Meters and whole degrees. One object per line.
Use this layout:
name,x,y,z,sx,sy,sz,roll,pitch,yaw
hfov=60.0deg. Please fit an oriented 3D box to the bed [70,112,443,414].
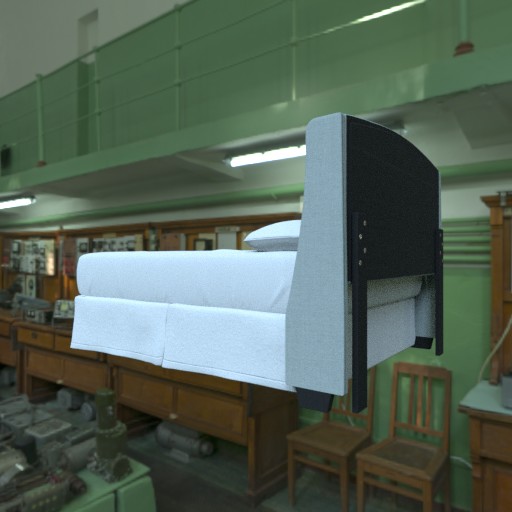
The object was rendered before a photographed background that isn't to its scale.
bed,0.000,0.000,3.245,2.237,1.407,1.710,0,0,36
